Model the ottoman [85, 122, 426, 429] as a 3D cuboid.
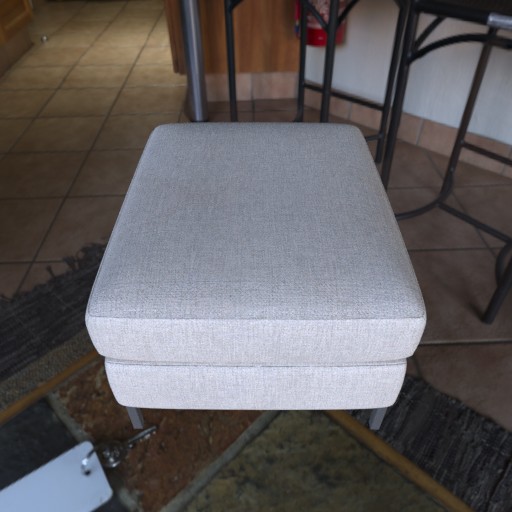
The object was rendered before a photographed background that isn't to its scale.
[{"bbox_3d":[0.000,0.000,1.238,0.671,0.490,0.820,0,42,0],"label":"ottoman"}]
